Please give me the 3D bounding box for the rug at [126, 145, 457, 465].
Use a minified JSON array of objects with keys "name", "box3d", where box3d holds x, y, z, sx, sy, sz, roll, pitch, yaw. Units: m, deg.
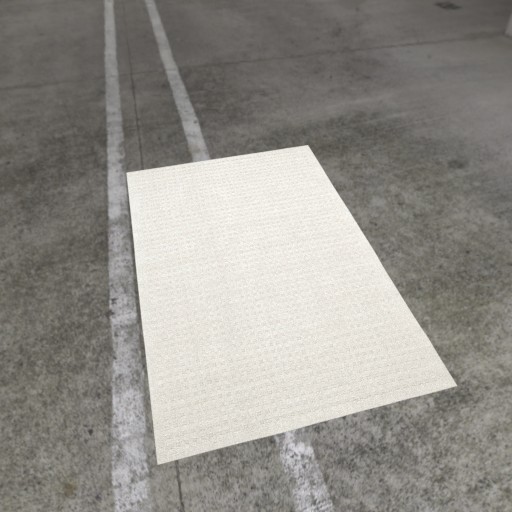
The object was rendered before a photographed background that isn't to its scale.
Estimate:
[{"name":"rug","box3d":[0.000,0.000,2.883,1.523,0.006,2.289,-11,47,-10]}]
